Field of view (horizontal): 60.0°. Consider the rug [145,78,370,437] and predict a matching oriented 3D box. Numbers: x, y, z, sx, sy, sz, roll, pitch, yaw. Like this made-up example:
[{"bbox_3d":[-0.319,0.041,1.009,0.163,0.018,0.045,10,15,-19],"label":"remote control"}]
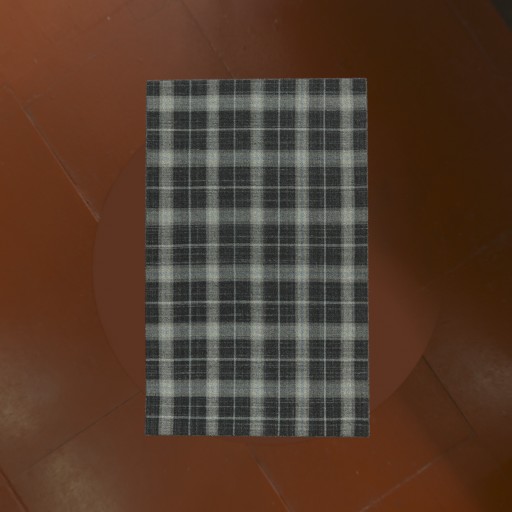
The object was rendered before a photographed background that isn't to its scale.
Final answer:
[{"bbox_3d":[0.000,0.000,3.015,1.520,0.015,2.434,0,89,1],"label":"rug"}]
